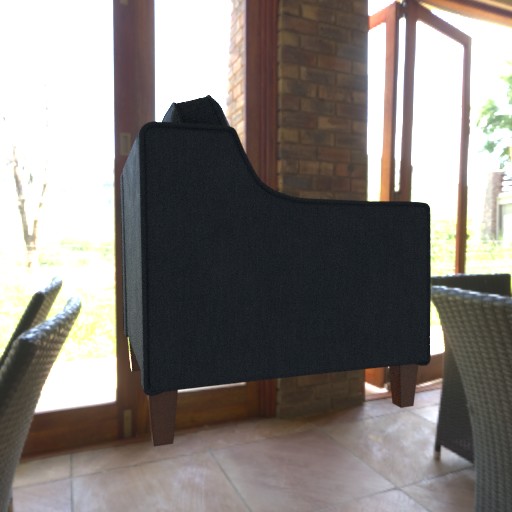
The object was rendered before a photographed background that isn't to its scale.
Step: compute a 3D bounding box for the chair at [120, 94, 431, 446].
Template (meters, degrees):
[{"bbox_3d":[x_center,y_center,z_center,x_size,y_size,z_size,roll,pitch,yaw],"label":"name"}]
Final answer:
[{"bbox_3d":[0.000,0.000,1.633,0.909,0.960,0.831,-1,2,-20],"label":"chair"}]
